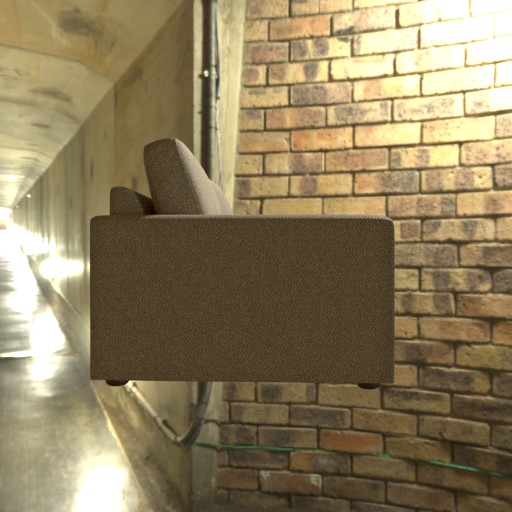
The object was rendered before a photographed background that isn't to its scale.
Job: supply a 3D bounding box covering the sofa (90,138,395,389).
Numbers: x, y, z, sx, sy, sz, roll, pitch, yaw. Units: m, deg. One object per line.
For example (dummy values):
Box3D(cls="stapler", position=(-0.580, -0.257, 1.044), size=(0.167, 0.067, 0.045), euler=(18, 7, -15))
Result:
Box3D(cls="sofa", position=(0.000, 0.000, 2.206), size=(1.016, 0.873, 1.616), euler=(0, 1, 2))
